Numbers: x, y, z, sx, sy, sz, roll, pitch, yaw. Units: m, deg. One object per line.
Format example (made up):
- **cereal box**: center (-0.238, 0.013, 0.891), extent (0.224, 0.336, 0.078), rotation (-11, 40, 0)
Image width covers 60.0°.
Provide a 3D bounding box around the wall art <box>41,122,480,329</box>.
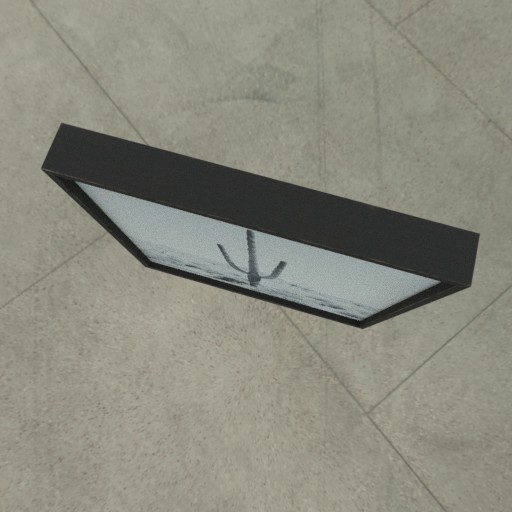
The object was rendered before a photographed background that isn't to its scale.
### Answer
- **wall art**: center (0.000, 0.000, 0.453), extent (0.305, 0.305, 0.038), rotation (16, 76, 4)
